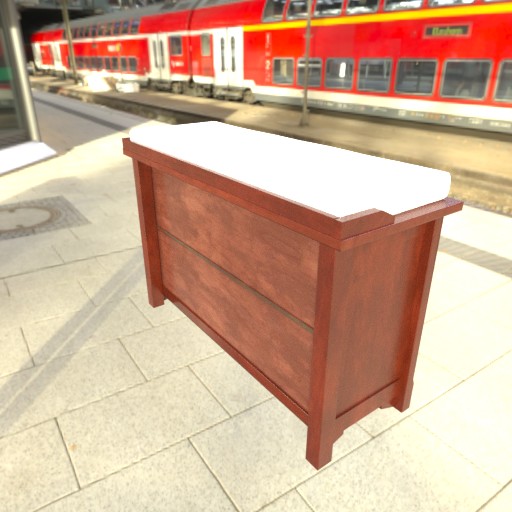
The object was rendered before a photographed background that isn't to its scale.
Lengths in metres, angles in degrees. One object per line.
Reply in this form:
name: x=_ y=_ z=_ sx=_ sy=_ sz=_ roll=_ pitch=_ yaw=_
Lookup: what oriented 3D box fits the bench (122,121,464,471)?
bench: x=0.000 y=0.000 z=1.310 sx=0.369 sy=0.646 sz=0.987 roll=-17 pitch=30 yaw=-33
